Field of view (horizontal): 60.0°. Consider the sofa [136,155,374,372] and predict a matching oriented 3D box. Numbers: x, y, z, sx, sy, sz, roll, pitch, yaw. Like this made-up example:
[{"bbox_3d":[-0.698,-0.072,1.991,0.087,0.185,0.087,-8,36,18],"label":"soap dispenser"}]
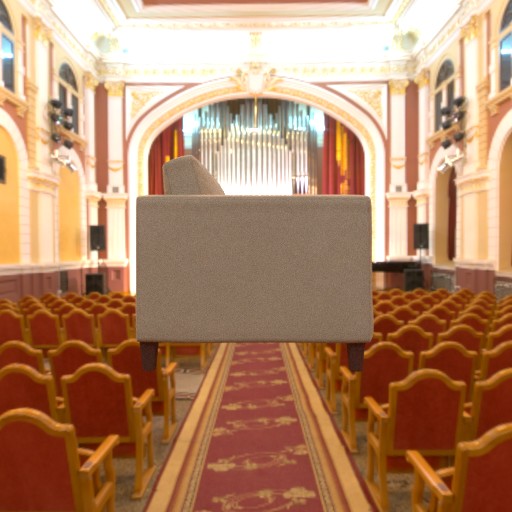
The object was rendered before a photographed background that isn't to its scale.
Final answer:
[{"bbox_3d":[0.000,0.000,2.930,0.988,0.912,2.404,0,1,1],"label":"sofa"}]
